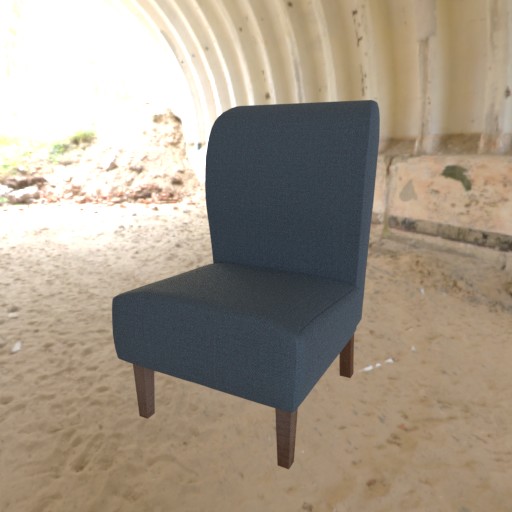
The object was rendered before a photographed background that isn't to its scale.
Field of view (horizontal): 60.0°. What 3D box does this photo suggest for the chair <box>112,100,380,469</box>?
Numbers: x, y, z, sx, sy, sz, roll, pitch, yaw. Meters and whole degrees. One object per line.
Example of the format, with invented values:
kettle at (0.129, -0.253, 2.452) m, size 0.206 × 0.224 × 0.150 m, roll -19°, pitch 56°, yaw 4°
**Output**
chair at (0.000, 0.000, 1.167) m, size 0.513 × 0.804 × 0.592 m, roll 7°, pitch 16°, yaw 27°
